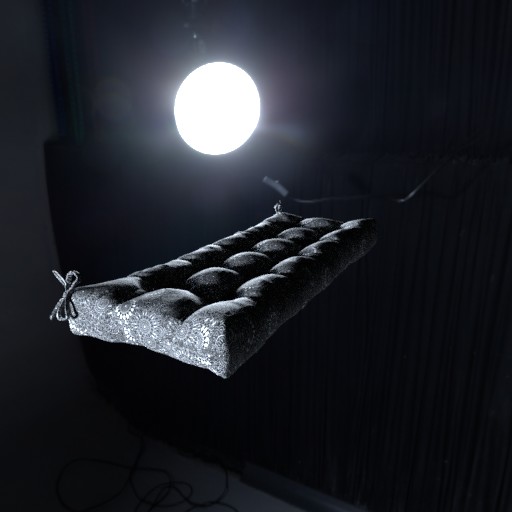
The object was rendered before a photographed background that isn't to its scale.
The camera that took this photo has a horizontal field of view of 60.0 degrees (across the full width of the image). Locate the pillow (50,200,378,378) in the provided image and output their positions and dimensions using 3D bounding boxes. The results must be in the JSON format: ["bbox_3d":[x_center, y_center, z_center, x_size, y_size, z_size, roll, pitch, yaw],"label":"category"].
[{"bbox_3d":[0.000,0.000,1.388,0.511,0.174,1.194,8,18,27],"label":"pillow"}]
